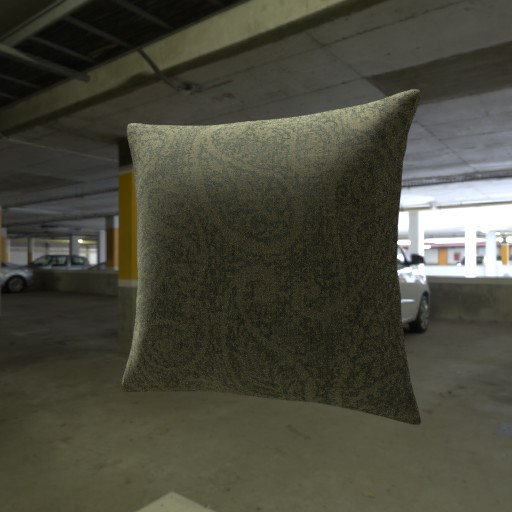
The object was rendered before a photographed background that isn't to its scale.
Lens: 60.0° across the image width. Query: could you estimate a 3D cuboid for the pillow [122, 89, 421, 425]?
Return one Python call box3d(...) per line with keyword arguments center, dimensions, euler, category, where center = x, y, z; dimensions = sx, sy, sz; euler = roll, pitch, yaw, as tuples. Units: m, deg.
box3d(center=(0.000, 0.000, 0.754), dimensions=(0.526, 0.507, 0.166), euler=(0, -1, 19), category="pillow")
